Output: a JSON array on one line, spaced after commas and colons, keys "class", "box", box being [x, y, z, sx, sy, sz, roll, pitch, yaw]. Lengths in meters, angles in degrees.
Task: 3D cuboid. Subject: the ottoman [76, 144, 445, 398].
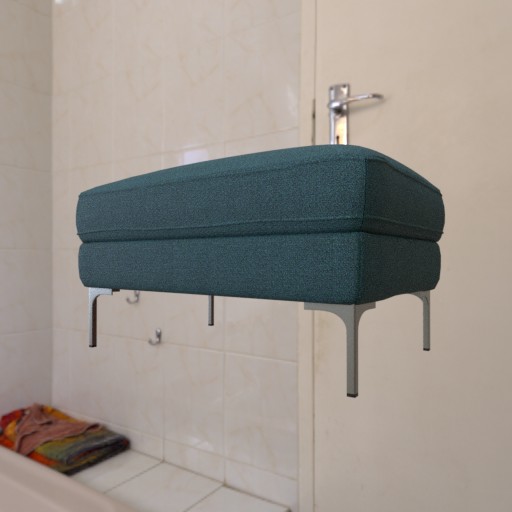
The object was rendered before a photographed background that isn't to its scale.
[{"class": "ottoman", "box": [0.000, 0.000, 1.195, 0.856, 0.498, 0.563, 0, -1, 36]}]
